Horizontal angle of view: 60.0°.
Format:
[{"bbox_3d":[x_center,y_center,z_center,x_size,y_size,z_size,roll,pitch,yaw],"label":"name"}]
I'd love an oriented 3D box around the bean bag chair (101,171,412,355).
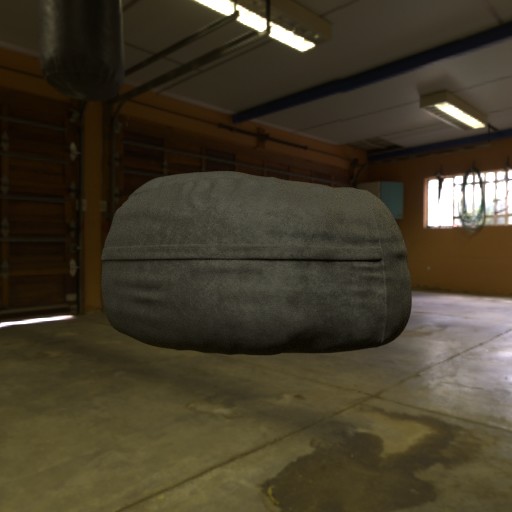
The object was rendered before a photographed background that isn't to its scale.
[{"bbox_3d":[0.000,0.000,2.304,1.525,0.751,1.525,0,1,0],"label":"bean bag chair"}]
